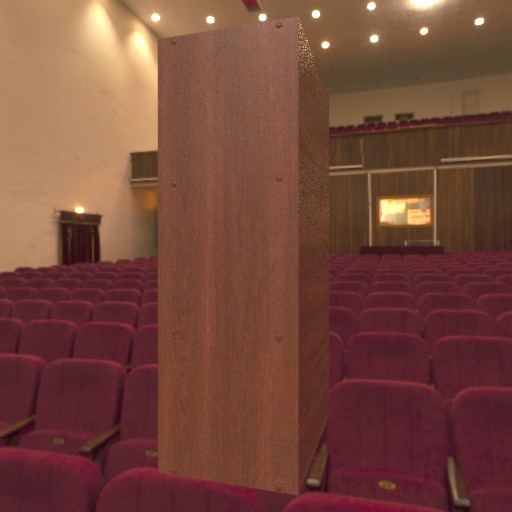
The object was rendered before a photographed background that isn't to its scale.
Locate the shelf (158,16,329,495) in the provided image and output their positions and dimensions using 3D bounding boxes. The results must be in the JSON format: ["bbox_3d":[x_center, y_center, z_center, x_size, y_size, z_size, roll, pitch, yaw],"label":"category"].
[{"bbox_3d":[0.000,0.000,1.052,0.290,0.879,0.414,0,0,17],"label":"shelf"}]
